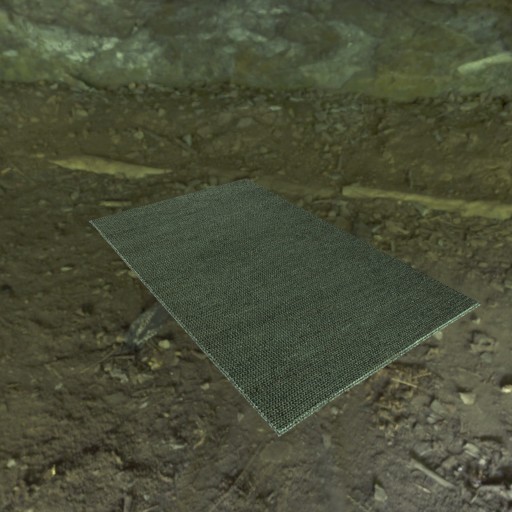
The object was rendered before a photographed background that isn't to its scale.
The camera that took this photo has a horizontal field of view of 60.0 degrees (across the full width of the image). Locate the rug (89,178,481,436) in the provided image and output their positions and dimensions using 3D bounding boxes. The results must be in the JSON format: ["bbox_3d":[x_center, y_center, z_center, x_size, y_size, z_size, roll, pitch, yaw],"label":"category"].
[{"bbox_3d":[0.000,0.000,3.091,1.538,0.021,2.443,-21,37,-30],"label":"rug"}]
